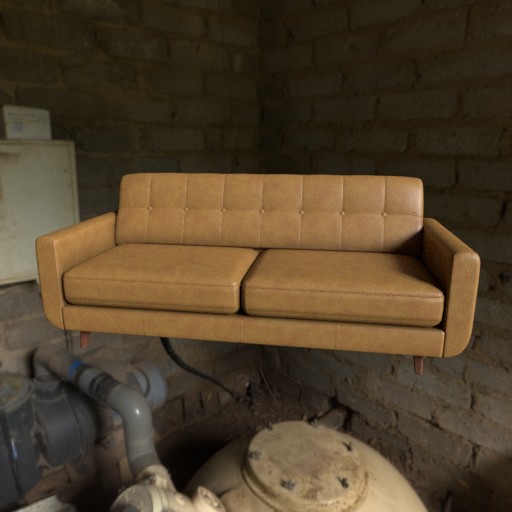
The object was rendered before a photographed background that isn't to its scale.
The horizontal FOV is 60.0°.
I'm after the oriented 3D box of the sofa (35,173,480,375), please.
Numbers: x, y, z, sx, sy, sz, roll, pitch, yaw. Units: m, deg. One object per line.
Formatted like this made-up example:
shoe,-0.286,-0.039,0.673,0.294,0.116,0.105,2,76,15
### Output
sofa,0.000,0.000,2.570,2.137,0.892,0.980,2,15,9
